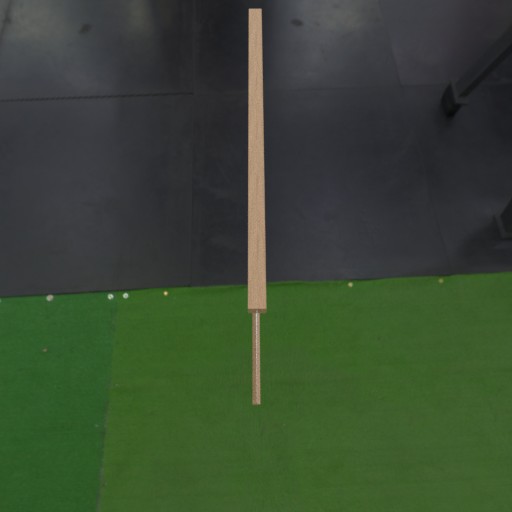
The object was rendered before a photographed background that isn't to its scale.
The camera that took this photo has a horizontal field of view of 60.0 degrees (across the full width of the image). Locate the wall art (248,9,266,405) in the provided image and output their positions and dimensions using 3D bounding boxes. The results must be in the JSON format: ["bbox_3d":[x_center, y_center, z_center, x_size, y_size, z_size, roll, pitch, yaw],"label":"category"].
[{"bbox_3d":[0.000,0.000,0.626,0.013,0.510,0.335,0,64,0],"label":"wall art"}]
